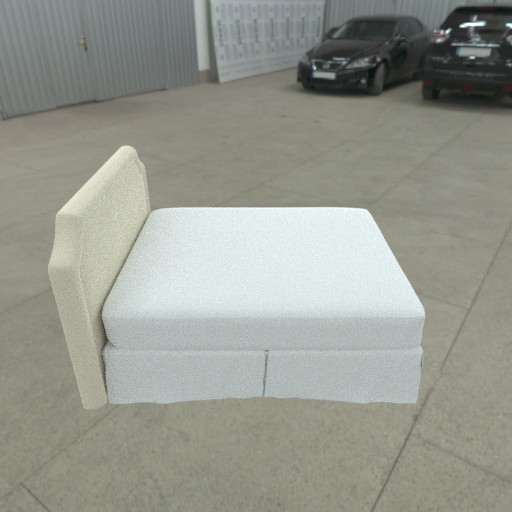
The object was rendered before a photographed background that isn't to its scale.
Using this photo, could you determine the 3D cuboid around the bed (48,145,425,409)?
[{"bbox_3d":[0.000,0.000,3.304,2.209,1.296,1.827,0,29,0],"label":"bed"}]
